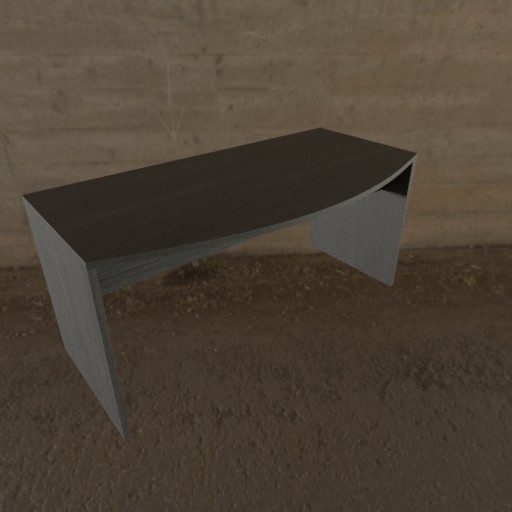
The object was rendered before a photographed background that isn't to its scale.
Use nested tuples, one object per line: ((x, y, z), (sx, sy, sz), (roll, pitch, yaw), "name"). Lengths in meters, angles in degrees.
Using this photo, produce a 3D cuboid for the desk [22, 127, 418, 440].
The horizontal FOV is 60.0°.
((0.000, 0.000, 2.008), (1.600, 0.750, 0.802), (-22, 37, -33), "desk")
